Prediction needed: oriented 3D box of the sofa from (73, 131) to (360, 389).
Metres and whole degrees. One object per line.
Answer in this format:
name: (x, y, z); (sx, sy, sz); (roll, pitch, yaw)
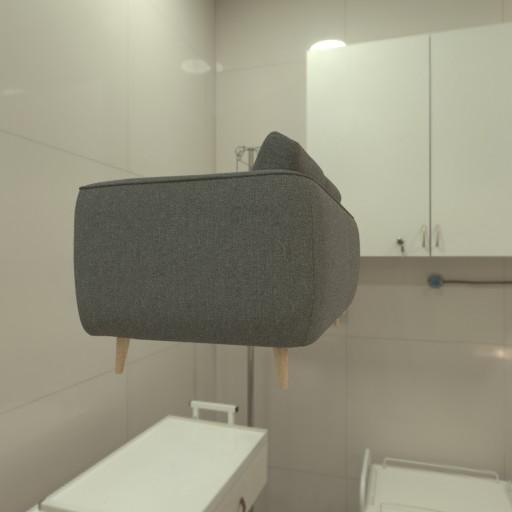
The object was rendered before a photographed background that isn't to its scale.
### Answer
sofa: (0.000, 0.000, 2.201); (0.920, 0.870, 1.700); (0, 0, 17)
